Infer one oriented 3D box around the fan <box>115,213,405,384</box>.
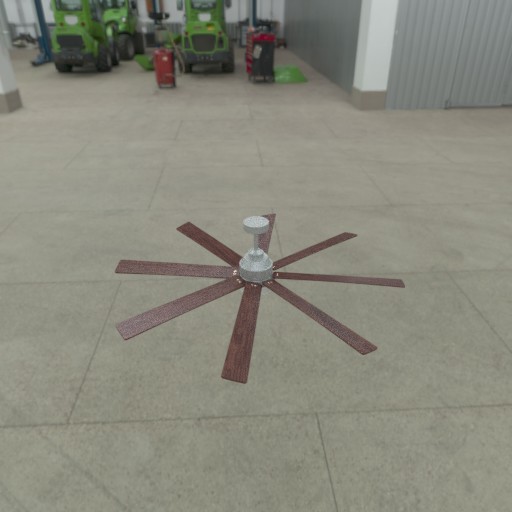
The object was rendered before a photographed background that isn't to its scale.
[{"bbox_3d":[0.000,0.000,2.753,1.830,0.472,1.830,-22,36,-33],"label":"fan"}]
